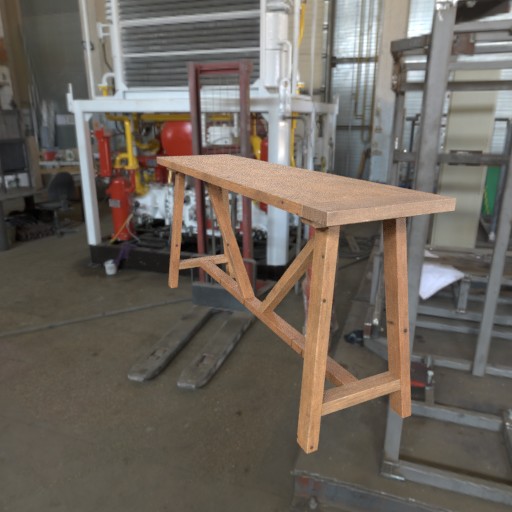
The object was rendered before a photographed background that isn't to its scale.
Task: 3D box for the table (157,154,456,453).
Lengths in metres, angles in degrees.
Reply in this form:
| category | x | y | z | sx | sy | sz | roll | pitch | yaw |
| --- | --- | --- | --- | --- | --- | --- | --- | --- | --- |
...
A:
| category | x | y | z | sx | sy | sz | roll | pitch | yaw |
| --- | --- | --- | --- | --- | --- | --- | --- | --- | --- |
| table | 0.000 | 0.000 | 2.128 | 0.465 | 0.810 | 1.800 | -8 | 19 | -25 |
